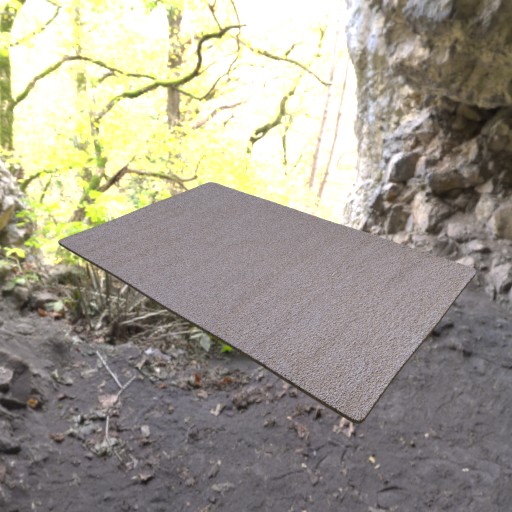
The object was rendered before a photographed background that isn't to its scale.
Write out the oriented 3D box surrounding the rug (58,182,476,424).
[{"bbox_3d":[0.000,0.000,2.907,2.349,0.026,1.500,23,38,34],"label":"rug"}]
